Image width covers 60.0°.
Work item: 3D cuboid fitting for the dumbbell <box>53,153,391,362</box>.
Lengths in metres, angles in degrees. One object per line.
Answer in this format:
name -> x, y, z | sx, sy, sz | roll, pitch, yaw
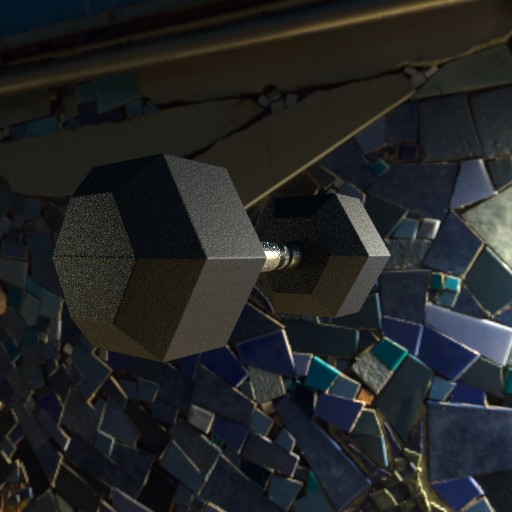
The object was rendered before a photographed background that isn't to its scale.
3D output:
dumbbell -> 0.000, 0.000, 0.435 | 0.157, 0.137, 0.361 | 0, 1, 37
